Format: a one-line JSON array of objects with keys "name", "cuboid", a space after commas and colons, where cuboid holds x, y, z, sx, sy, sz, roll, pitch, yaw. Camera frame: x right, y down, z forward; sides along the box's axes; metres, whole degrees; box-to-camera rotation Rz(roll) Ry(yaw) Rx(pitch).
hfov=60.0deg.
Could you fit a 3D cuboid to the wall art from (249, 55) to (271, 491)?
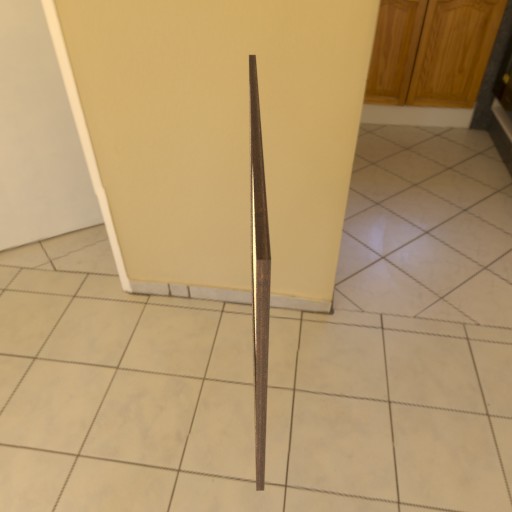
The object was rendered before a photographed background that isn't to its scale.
[{"name": "wall art", "cuboid": [0.000, 0.000, 1.368, 0.023, 0.875, 1.033, -1, 41, -1]}]
